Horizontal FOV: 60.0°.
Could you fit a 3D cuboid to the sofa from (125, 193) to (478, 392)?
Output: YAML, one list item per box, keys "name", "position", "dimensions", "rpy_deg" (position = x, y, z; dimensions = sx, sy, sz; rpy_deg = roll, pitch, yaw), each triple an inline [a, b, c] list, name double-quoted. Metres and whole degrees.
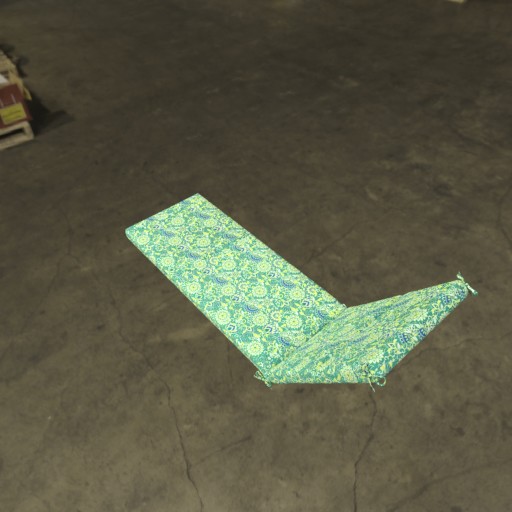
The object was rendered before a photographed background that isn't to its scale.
- name: "sofa"
  position: [0.000, 0.000, 1.995]
  dimensions: [0.582, 0.622, 1.663]
  rpy_deg: [-32, 53, -28]
